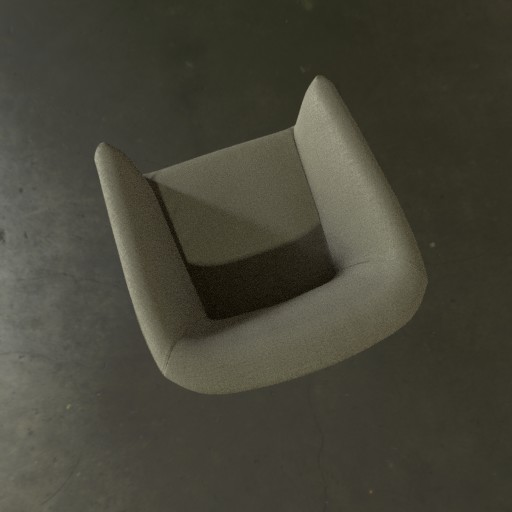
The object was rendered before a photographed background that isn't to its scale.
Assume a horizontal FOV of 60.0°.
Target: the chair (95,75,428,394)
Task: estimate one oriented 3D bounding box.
[{"bbox_3d":[0.000,0.000,1.248,0.600,0.771,0.668,-19,76,-5],"label":"chair"}]
